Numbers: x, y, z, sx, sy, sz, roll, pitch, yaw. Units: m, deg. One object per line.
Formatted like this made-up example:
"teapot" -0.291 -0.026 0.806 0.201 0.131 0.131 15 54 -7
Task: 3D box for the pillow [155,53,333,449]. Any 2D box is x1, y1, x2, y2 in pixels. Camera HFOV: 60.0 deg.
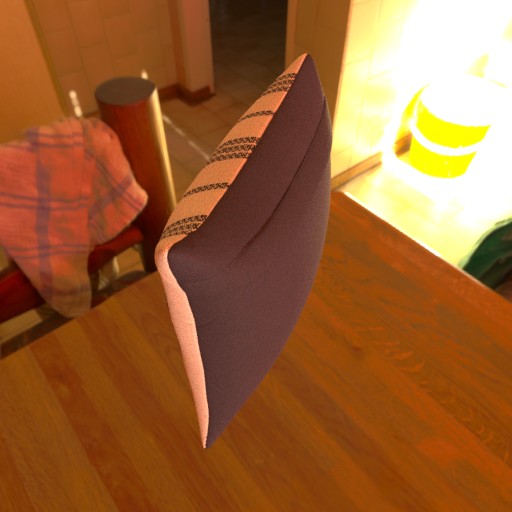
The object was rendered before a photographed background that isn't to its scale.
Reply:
"pillow" 0.000 0.000 0.616 0.173 0.406 0.405 15 49 14
